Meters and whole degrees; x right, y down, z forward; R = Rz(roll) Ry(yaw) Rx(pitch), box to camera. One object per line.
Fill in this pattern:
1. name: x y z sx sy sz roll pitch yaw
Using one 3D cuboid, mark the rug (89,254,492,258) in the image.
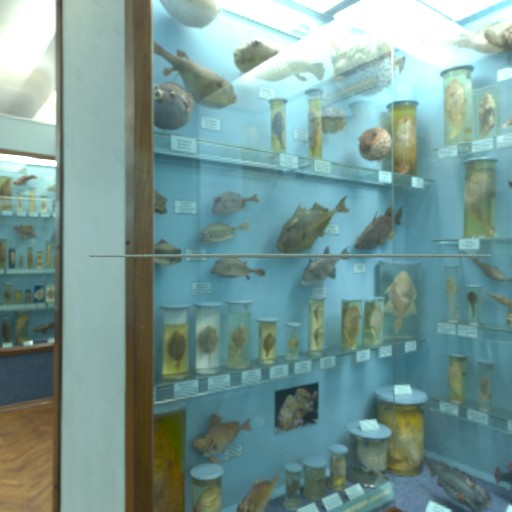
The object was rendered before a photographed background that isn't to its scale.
1. rug: 0.000 0.000 2.883 1.526 0.014 2.290 0 0 -35
